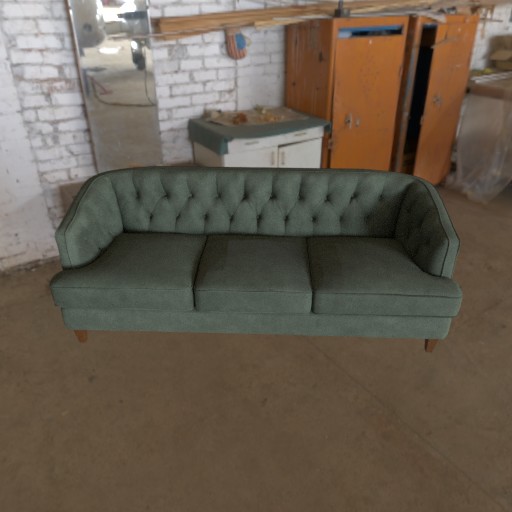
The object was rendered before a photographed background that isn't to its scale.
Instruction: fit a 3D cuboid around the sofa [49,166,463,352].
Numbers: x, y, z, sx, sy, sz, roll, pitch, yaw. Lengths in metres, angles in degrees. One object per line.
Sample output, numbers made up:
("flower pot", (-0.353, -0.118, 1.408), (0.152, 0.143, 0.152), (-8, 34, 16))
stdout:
("sofa", (0.000, 0.000, 2.795), (2.278, 0.855, 0.941), (1, 30, 2))
